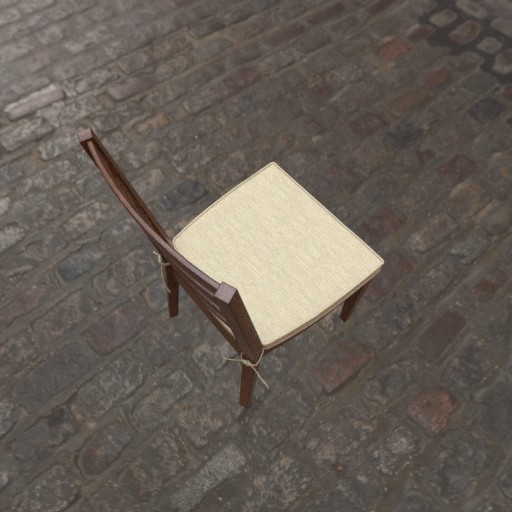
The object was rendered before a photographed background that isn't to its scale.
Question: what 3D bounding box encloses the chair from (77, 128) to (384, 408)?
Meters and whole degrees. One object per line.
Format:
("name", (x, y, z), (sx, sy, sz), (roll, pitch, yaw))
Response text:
("chair", (0.000, 0.000, 1.328), (0.595, 0.979, 0.593), (-36, 66, -19))
